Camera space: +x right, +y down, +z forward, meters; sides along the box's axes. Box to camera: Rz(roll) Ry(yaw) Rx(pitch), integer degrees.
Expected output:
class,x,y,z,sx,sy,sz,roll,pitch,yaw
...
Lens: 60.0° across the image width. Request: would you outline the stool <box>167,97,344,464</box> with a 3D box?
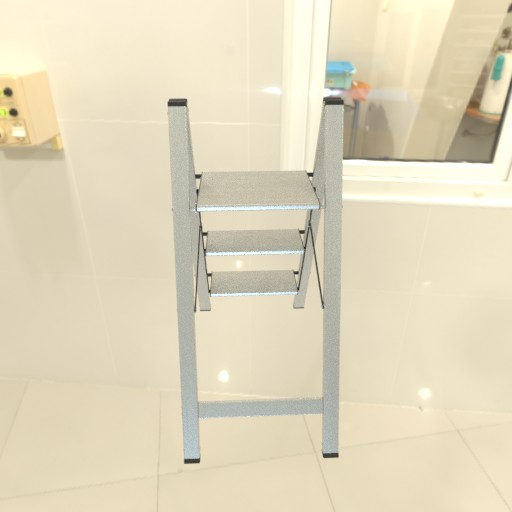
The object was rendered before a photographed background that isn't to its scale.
class,x,y,z,sx,sy,sz,roll,pitch,yaw
stool,0.000,0.000,1.331,0.441,0.902,0.730,-1,30,-2
